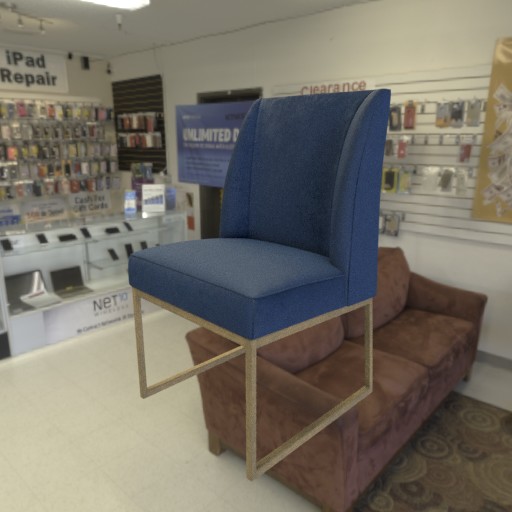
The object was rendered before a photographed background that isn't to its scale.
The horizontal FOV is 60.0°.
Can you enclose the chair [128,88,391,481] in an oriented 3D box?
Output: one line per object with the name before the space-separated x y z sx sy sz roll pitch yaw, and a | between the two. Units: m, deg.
chair | 0.000 0.000 1.210 0.522 0.863 0.508 -15 21 -43
